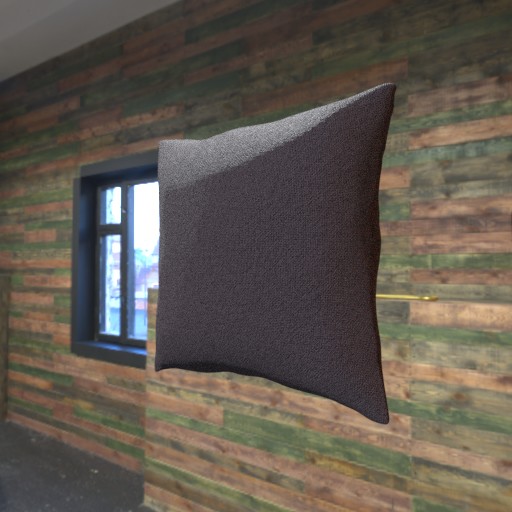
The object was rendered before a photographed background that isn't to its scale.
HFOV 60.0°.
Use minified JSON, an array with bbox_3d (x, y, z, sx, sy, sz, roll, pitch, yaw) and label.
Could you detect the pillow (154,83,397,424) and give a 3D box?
[{"bbox_3d":[0.000,0.000,0.701,0.452,0.439,0.204,-1,-2,36],"label":"pillow"}]
